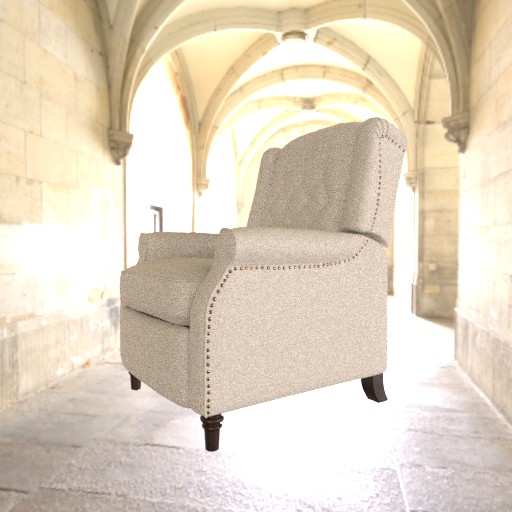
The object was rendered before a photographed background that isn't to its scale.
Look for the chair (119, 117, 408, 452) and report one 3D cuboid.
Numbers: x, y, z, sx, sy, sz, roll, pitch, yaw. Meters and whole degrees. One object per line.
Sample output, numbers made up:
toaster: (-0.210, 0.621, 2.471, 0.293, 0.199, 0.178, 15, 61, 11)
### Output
chair: (0.000, 0.000, 1.643, 0.902, 1.035, 0.742, -1, 2, -34)
